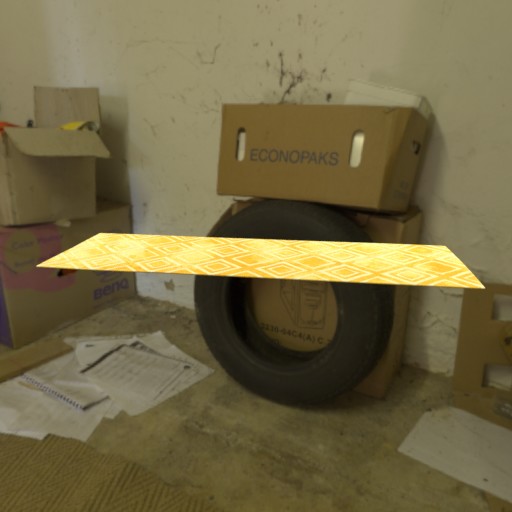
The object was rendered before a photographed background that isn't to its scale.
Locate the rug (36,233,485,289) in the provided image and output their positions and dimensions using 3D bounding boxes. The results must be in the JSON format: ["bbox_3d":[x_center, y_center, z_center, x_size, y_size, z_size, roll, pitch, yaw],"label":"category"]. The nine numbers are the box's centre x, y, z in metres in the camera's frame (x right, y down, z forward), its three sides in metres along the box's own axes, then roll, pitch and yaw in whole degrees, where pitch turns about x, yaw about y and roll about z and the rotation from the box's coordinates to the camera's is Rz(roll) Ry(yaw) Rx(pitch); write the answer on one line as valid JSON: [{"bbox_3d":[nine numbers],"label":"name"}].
[{"bbox_3d":[0.000,0.000,2.737,2.438,0.010,0.775,2,18,8],"label":"rug"}]
